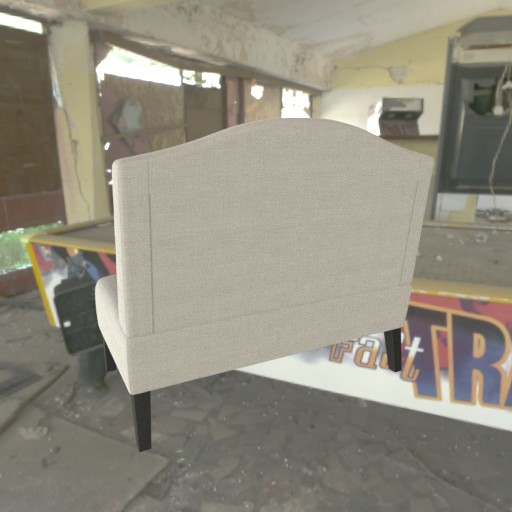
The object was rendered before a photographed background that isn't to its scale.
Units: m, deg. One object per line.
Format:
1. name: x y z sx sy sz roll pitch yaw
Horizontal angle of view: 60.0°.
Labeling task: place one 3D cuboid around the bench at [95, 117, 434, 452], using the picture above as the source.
1. bench: 0.000 0.000 2.034 1.335 1.180 0.815 -7 16 -27
